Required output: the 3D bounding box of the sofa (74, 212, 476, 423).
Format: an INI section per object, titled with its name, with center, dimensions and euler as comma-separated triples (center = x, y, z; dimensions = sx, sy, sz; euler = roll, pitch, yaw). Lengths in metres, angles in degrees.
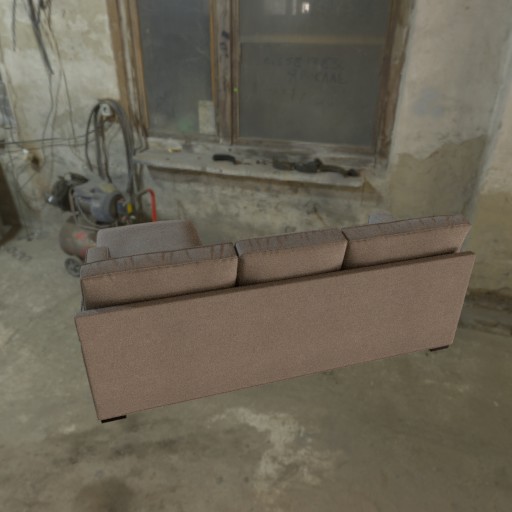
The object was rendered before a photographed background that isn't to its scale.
[sofa]
center = 0.000, 0.000, 2.902
dimensions = 2.087, 0.861, 1.496
euler = -8, 29, -14
